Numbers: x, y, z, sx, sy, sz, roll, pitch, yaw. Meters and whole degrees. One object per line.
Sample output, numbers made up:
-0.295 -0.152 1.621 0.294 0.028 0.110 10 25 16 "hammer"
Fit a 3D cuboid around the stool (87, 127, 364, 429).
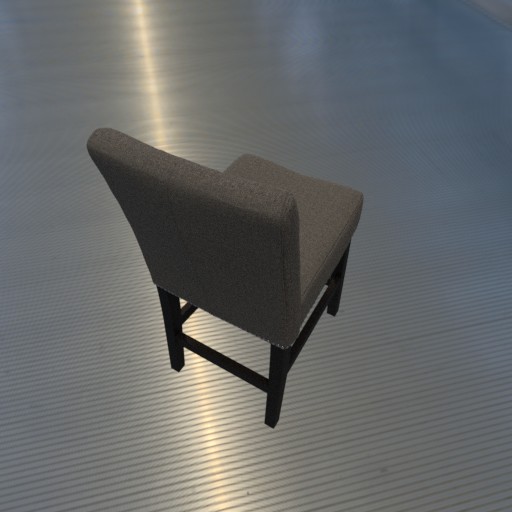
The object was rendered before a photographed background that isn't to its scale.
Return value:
0.000 0.000 1.205 0.427 0.885 0.571 23 50 21 "stool"
